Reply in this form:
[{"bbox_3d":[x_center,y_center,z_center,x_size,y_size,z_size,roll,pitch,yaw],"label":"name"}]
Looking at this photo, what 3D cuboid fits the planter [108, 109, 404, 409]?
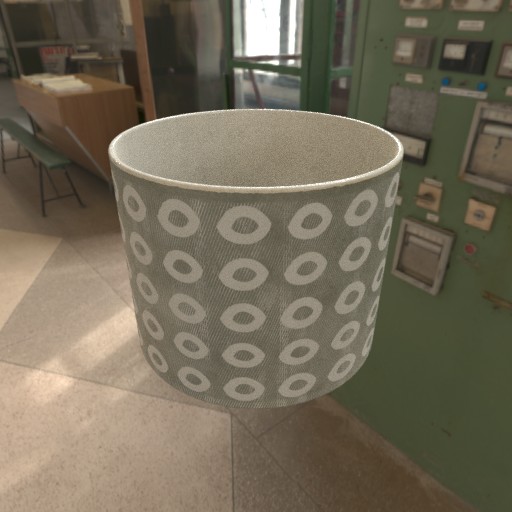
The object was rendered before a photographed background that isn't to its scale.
[{"bbox_3d":[0.000,0.000,0.340,0.190,0.181,0.190,0,29,0],"label":"planter"}]
